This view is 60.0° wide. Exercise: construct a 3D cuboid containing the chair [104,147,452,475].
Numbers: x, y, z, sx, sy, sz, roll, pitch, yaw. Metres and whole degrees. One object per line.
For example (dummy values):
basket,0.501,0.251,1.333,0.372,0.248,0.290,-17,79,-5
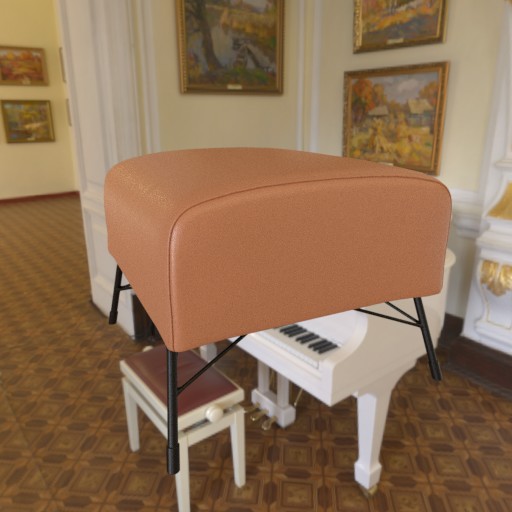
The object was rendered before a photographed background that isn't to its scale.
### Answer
chair,0.000,0.000,0.886,0.530,0.410,0.530,-9,20,-25
